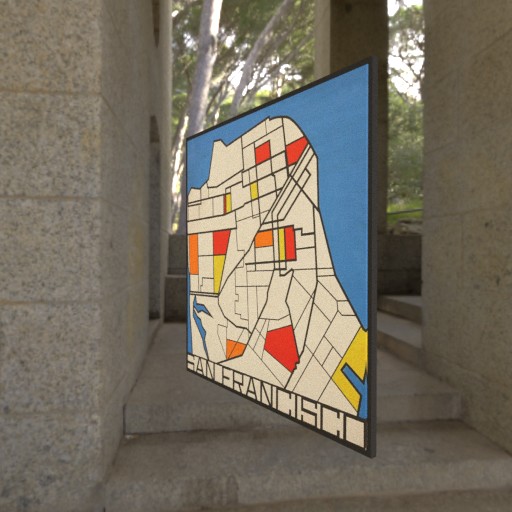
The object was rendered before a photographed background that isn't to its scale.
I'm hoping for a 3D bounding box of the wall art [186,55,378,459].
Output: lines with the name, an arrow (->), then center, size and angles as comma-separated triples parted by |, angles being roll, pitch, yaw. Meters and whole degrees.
wall art -> 0.000, 0.000, 0.999 | 0.015, 0.663, 0.664 | -1, 1, -36
